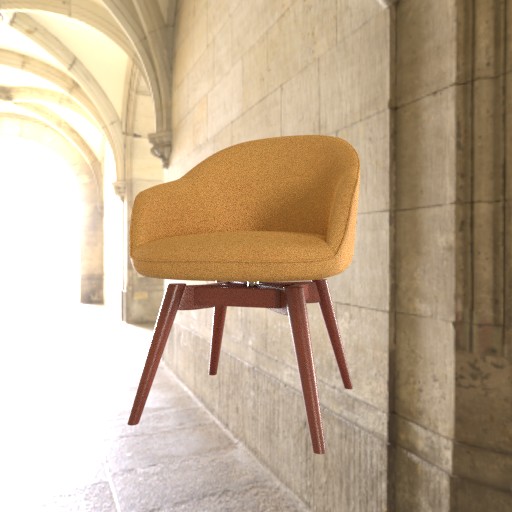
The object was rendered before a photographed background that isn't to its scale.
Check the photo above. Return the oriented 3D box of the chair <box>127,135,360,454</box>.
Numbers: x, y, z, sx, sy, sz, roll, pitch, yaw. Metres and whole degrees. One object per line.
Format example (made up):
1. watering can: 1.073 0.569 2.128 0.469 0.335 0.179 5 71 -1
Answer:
1. chair: 0.000 0.000 1.256 0.596 0.823 0.635 0 1 19
